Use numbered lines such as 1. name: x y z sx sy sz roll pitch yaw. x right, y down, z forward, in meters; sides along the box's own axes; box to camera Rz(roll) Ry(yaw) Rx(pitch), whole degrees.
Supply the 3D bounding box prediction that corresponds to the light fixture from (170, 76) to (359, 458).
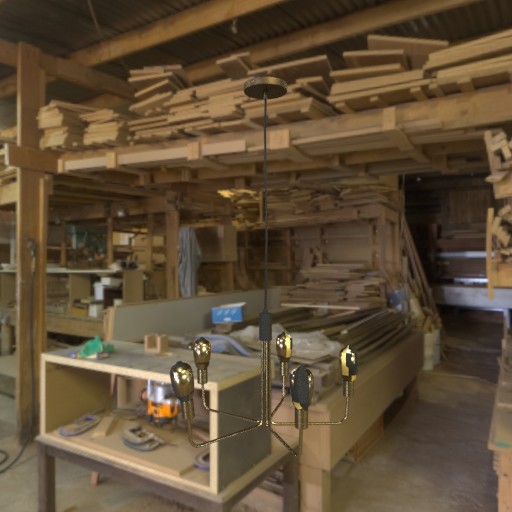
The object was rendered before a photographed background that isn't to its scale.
1. light fixture: 0.000 0.000 1.377 0.532 1.059 0.588 0 0 34
